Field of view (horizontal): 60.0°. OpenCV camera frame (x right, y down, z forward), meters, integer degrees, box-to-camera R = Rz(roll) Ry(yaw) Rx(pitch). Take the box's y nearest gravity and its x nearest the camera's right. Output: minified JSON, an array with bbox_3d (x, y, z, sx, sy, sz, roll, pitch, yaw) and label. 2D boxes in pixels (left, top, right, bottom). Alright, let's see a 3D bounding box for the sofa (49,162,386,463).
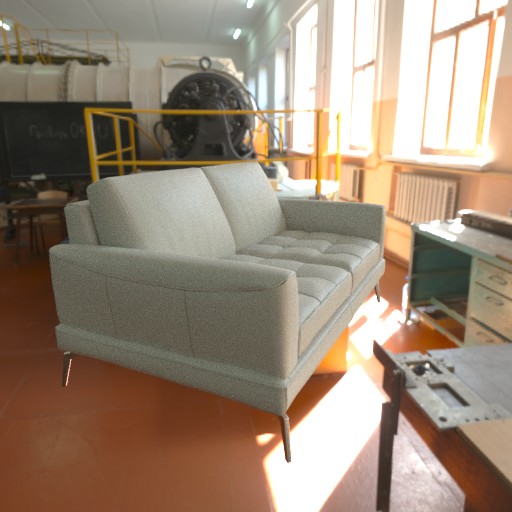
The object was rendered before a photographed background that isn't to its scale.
[{"bbox_3d":[0.000,0.000,2.401,1.121,0.930,1.819,7,17,25],"label":"sofa"}]
